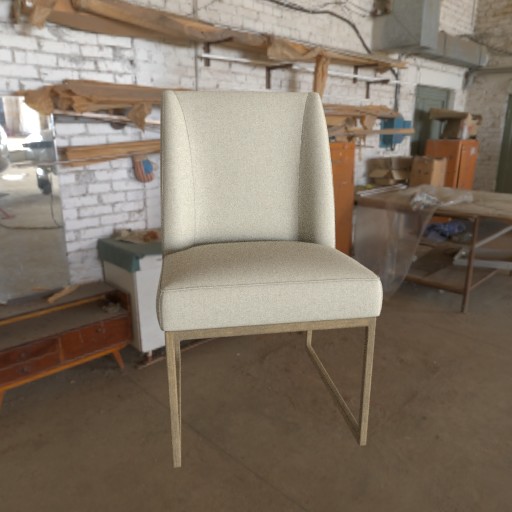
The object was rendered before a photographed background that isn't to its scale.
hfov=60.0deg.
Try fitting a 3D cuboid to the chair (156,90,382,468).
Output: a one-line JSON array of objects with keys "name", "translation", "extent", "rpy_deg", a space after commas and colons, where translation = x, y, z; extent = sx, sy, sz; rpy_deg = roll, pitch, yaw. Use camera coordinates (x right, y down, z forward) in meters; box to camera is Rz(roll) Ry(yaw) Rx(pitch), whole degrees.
[{"name": "chair", "translation": [0.000, 0.000, 1.184], "extent": [0.508, 0.863, 0.522], "rpy_deg": [-3, 16, -9]}]
